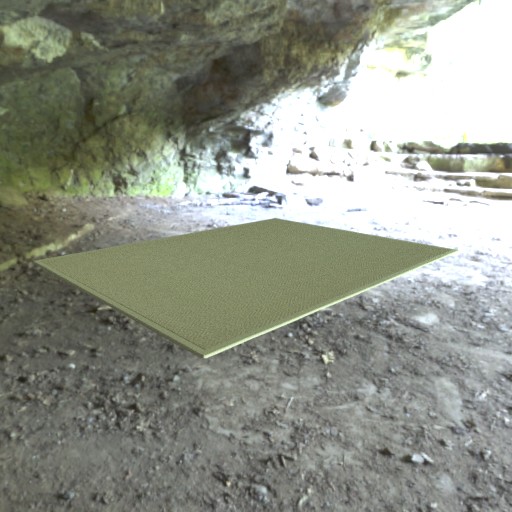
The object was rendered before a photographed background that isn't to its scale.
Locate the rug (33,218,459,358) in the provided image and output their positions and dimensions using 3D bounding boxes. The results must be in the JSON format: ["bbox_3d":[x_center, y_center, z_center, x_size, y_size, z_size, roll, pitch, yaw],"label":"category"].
[{"bbox_3d":[0.000,0.000,4.007,3.051,0.020,2.407,-14,20,-42],"label":"rug"}]
